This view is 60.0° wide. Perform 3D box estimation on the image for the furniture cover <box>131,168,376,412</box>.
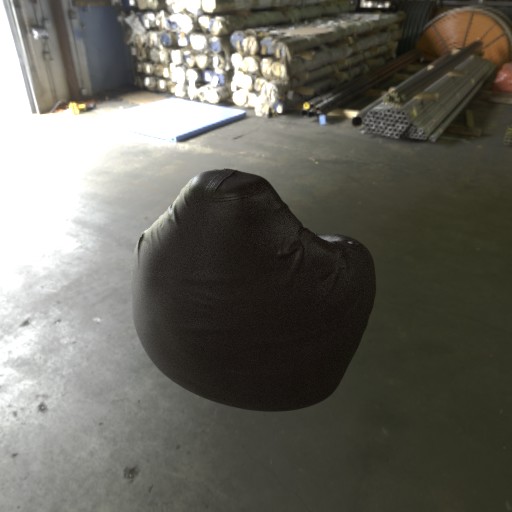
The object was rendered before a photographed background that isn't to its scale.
[{"bbox_3d":[0.000,0.000,1.969,1.070,0.990,1.070,10,33,15],"label":"furniture cover"}]
